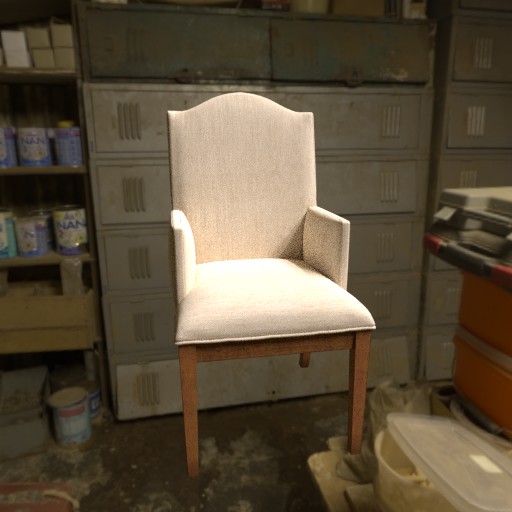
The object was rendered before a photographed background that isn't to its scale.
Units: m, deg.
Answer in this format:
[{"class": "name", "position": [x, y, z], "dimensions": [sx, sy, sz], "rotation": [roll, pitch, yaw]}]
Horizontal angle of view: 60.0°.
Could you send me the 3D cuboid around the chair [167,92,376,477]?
[{"class": "chair", "position": [0.000, 0.000, 1.379], "dimensions": [0.533, 1.016, 0.641], "rotation": [-3, 15, -10]}]
